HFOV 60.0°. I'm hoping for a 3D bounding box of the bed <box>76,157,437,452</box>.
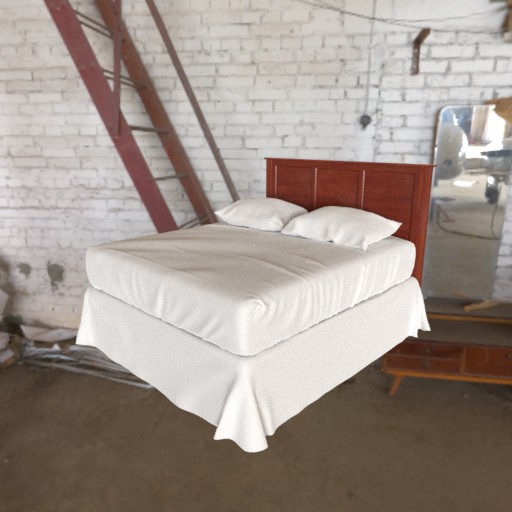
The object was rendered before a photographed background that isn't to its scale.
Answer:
[{"bbox_3d":[0.000,0.000,3.191,1.870,1.270,2.050,14,21,42],"label":"bed"}]
